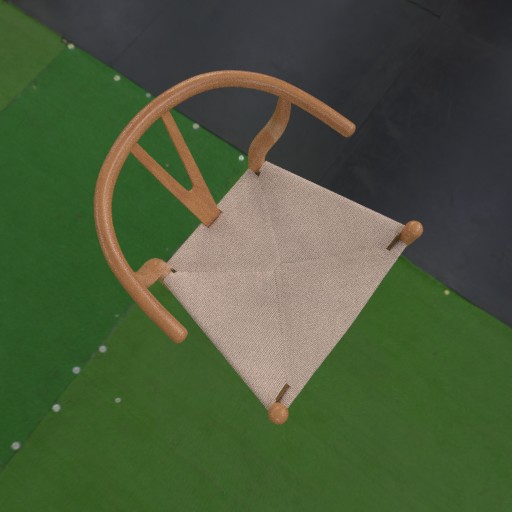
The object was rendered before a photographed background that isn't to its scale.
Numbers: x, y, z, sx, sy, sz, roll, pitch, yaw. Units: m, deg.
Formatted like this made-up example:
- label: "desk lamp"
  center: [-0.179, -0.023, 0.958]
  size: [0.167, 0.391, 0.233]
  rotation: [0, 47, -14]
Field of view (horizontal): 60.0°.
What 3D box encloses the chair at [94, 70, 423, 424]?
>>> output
- label: "chair"
  center: [0.000, 0.000, 1.131]
  size: [0.579, 0.730, 0.569]
  rotation: [37, 78, 9]
